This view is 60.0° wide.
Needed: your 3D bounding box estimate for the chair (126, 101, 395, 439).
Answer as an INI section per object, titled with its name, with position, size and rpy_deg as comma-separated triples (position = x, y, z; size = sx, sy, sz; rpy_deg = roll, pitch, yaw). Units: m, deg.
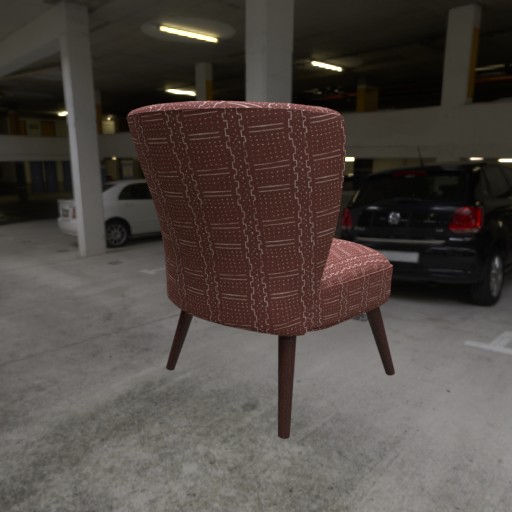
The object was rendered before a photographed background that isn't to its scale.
[chair]
position = 0.000, 0.000, 1.413
size = 0.758, 0.866, 0.706
rpy_deg = -12, 17, -43
